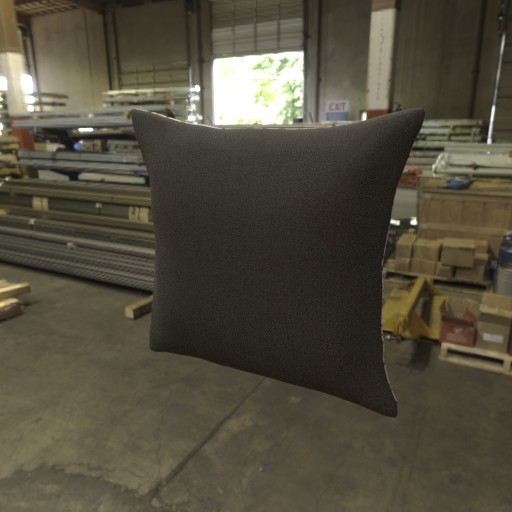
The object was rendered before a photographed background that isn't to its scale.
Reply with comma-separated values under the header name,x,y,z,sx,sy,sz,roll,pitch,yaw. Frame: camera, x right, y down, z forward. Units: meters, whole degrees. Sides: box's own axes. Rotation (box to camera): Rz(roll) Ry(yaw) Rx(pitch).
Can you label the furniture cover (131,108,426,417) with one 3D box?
name,x,y,z,sx,sy,sz,roll,pitch,yaw
furniture cover,0.000,0.000,0.778,0.525,0.498,0.180,9,19,26
